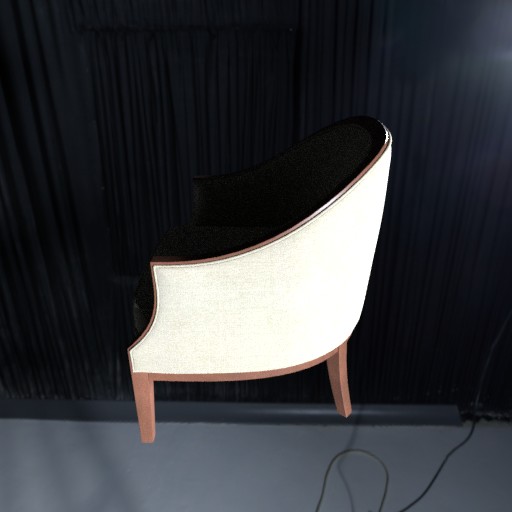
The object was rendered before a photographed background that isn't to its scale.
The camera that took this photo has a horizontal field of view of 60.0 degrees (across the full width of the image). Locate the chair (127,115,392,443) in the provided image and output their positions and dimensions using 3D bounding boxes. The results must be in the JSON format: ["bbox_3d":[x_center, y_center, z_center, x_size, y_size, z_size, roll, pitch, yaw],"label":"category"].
[{"bbox_3d":[0.000,0.000,1.474,0.735,0.876,0.803,0,26,1],"label":"chair"}]
